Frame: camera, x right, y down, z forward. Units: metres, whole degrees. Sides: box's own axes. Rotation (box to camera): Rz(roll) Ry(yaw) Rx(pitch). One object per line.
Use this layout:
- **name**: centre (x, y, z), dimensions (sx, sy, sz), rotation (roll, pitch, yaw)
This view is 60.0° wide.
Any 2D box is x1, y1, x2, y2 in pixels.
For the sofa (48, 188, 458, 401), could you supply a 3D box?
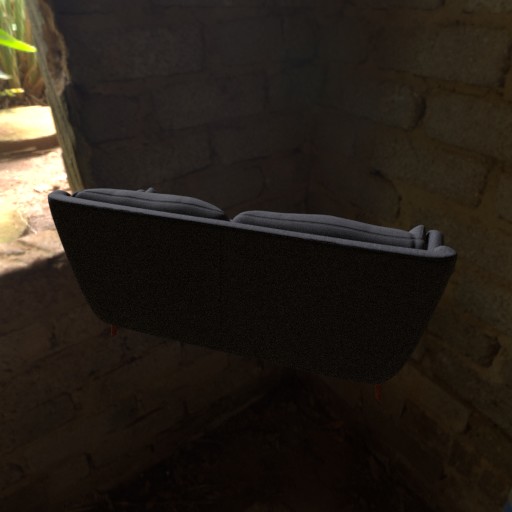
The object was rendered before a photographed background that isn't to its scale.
- **sofa**: centre (0.000, 0.000, 2.433), dimensions (1.929, 0.896, 0.975), rotation (10, 33, 15)
